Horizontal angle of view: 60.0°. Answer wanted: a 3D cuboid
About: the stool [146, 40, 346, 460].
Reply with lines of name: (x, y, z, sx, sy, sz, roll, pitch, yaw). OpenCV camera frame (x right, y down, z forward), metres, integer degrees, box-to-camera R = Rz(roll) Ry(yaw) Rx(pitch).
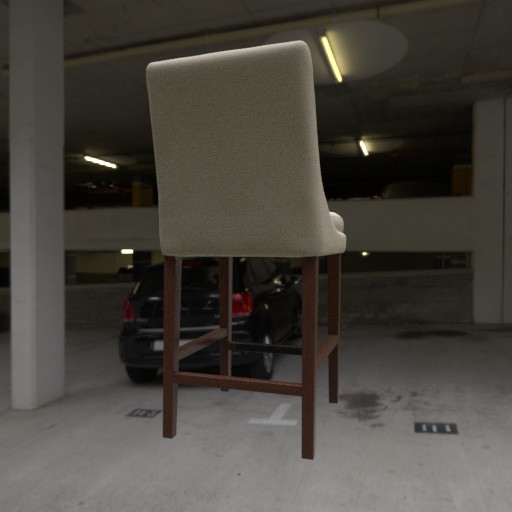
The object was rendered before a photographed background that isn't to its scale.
stool: (0.000, 0.000, 1.304, 0.470, 0.981, 0.577, 0, 1, 18)
